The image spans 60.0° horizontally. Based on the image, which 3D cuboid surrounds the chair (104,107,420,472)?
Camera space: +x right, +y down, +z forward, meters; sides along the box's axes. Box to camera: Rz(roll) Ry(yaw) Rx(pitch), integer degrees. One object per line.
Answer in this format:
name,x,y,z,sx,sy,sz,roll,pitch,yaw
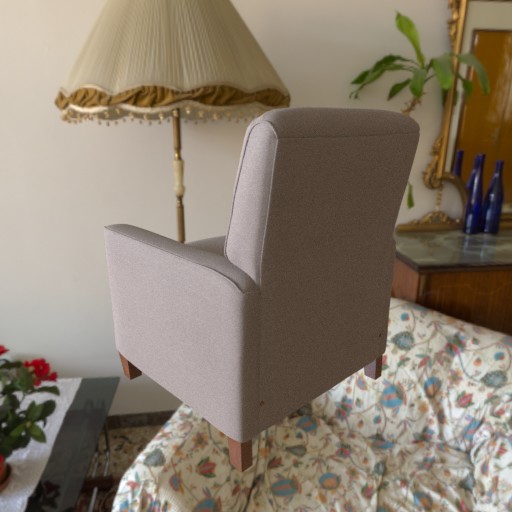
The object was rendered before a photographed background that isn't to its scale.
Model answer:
chair,0.000,0.000,1.633,0.845,1.023,0.859,-16,23,-41
